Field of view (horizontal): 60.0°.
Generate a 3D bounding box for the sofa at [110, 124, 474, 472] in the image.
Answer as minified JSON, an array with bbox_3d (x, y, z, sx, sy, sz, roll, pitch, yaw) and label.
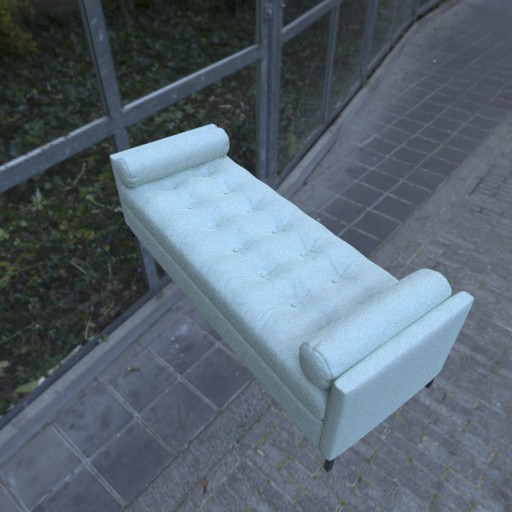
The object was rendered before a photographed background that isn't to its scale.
[{"bbox_3d":[0.000,0.000,2.513,0.796,0.705,2.102,-26,48,-26],"label":"sofa"}]
